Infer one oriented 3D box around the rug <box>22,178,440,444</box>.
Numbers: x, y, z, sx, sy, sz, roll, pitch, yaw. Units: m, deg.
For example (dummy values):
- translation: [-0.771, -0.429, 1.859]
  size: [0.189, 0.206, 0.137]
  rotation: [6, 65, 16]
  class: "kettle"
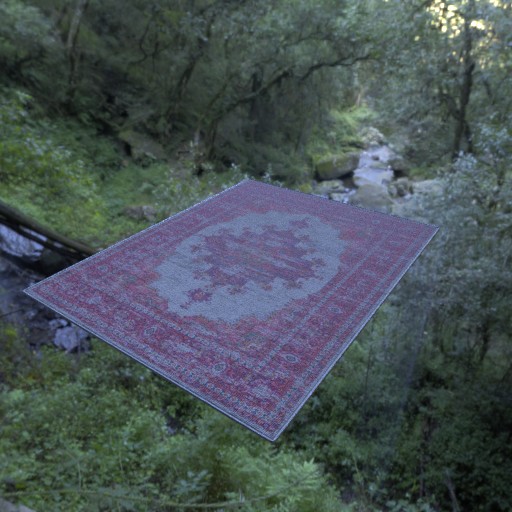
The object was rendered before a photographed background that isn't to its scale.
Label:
- translation: [0.000, 0.000, 4.072]
  size: [2.447, 0.017, 3.123]
  rotation: [20, 36, 30]
  class: "rug"
